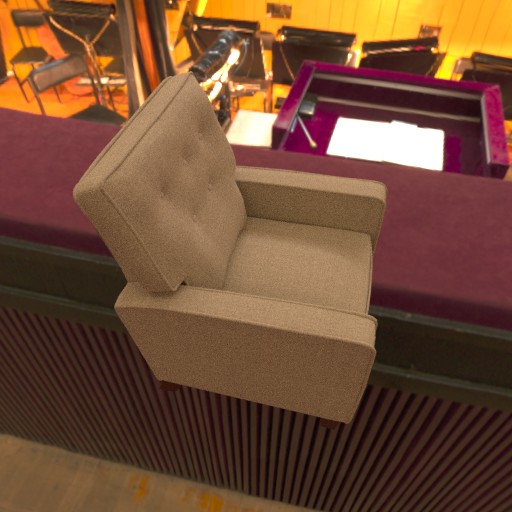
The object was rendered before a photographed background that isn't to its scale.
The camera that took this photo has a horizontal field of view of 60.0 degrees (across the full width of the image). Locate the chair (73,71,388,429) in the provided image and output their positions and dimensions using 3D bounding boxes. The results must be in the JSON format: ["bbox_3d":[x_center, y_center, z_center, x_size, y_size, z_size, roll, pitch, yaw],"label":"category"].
[{"bbox_3d":[0.000,0.000,1.379,0.754,0.888,0.648,10,48,10],"label":"chair"}]
